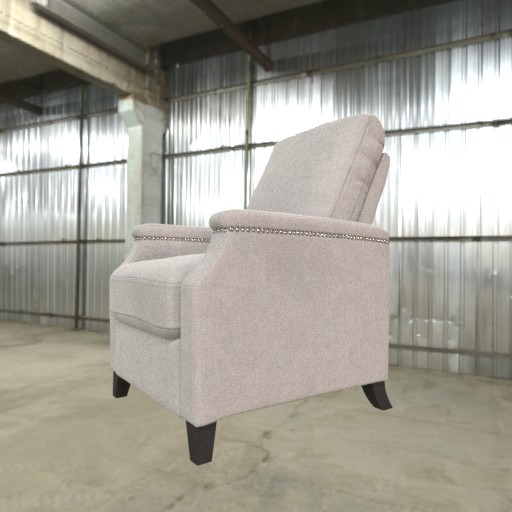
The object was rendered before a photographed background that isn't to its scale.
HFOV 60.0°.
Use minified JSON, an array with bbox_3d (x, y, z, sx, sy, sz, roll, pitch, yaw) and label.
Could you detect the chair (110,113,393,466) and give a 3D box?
[{"bbox_3d":[0.000,0.000,1.617,0.922,1.049,0.710,0,0,-35],"label":"chair"}]
